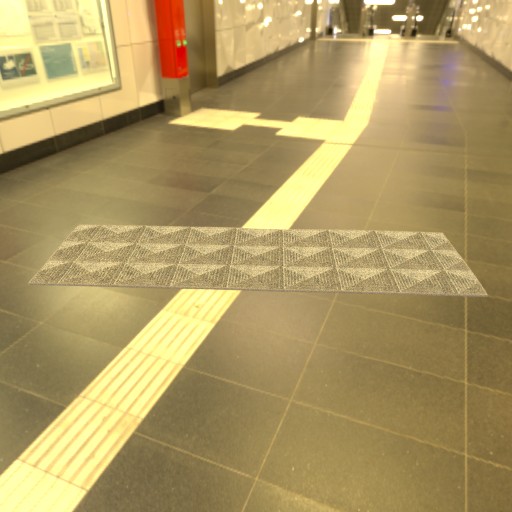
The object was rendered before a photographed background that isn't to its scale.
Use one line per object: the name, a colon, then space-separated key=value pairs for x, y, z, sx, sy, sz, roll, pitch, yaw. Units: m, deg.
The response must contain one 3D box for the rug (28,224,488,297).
rug: x=0.000 y=0.000 z=2.364 sx=2.182 sy=0.015 sz=0.645 roll=1 pitch=30 yaw=2
